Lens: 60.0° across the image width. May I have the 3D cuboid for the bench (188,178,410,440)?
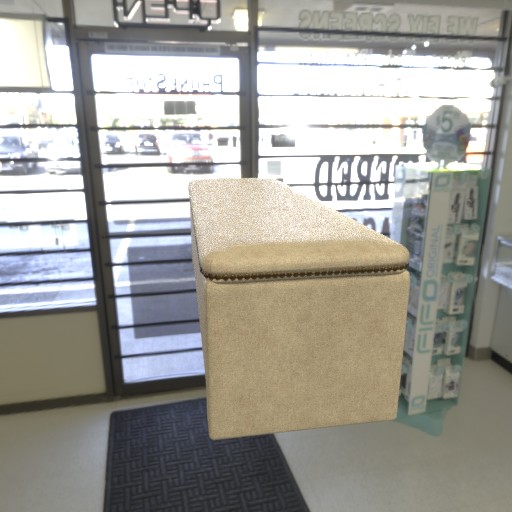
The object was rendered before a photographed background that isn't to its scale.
[{"bbox_3d":[0.000,0.000,1.681,0.470,0.447,1.482,-3,16,-9],"label":"bench"}]
